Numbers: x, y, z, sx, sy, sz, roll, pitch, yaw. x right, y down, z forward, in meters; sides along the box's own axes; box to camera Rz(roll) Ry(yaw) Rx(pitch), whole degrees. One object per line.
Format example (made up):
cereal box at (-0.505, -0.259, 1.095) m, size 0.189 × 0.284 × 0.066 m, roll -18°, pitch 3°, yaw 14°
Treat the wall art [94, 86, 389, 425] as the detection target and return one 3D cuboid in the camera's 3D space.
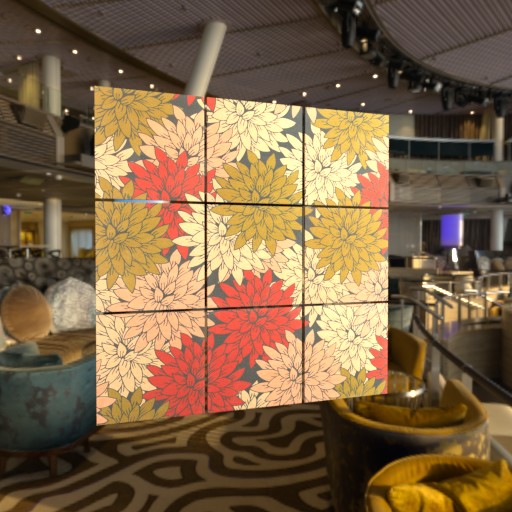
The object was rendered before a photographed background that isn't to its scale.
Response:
wall art at (0.000, 0.000, 2.229) m, size 1.519 × 1.534 × 0.013 m, roll 0°, pitch 1°, yaw -17°
